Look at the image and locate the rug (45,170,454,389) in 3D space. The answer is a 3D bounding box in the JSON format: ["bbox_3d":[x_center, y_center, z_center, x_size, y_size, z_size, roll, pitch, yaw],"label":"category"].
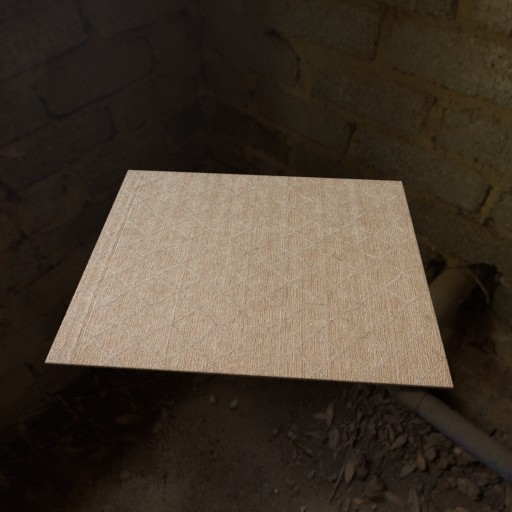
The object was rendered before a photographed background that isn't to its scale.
[{"bbox_3d":[0.000,0.000,4.101,3.039,0.019,2.420,3,47,3],"label":"rug"}]
